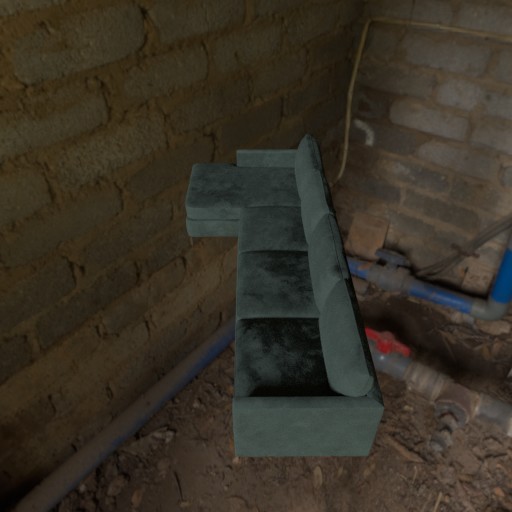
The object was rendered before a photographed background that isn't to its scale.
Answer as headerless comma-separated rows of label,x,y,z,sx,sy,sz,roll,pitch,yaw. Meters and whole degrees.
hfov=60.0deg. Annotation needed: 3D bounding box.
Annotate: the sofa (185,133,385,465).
sofa,0.000,0.000,4.058,1.500,0.967,3.400,0,40,0
